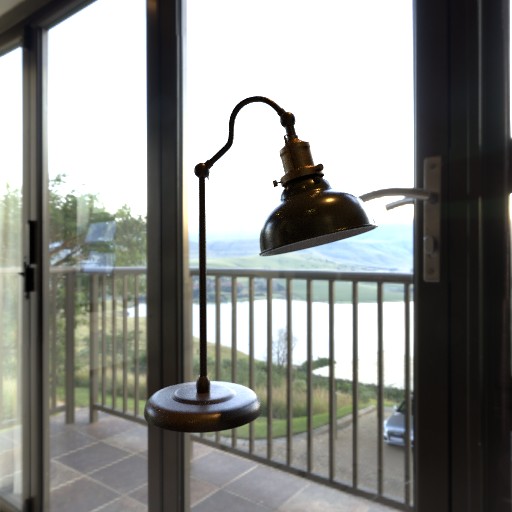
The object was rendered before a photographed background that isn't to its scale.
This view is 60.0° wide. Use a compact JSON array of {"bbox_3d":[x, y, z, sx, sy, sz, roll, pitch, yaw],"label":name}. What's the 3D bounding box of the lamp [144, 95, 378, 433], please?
[{"bbox_3d":[0.000,0.000,0.703,0.374,0.508,0.192,0,0,18],"label":"lamp"}]
